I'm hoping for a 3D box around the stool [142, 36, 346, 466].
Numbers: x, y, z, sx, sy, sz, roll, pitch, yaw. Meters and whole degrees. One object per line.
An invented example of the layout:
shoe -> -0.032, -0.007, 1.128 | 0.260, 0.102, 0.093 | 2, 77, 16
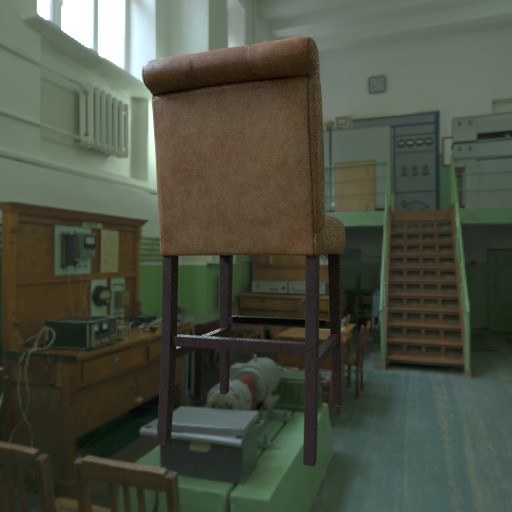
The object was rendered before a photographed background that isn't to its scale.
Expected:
stool -> 0.000, 0.000, 1.363 | 0.493, 1.047, 0.601 | 0, 0, 18
